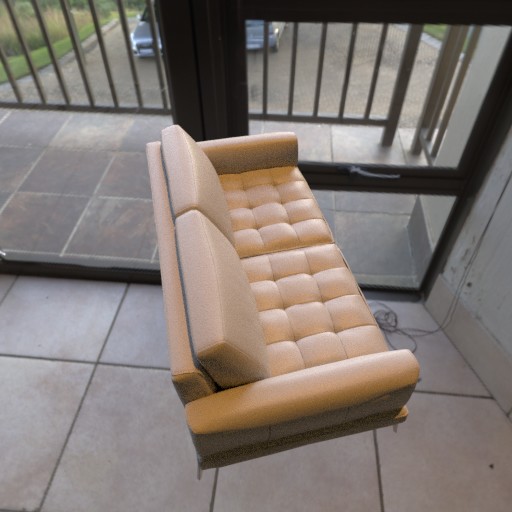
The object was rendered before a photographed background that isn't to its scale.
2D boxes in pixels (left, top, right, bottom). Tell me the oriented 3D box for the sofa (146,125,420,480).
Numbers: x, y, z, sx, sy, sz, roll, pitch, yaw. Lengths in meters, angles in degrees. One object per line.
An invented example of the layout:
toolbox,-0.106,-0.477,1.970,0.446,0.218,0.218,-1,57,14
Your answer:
sofa,0.000,0.000,2.713,1.121,0.930,2.177,-10,48,-9
